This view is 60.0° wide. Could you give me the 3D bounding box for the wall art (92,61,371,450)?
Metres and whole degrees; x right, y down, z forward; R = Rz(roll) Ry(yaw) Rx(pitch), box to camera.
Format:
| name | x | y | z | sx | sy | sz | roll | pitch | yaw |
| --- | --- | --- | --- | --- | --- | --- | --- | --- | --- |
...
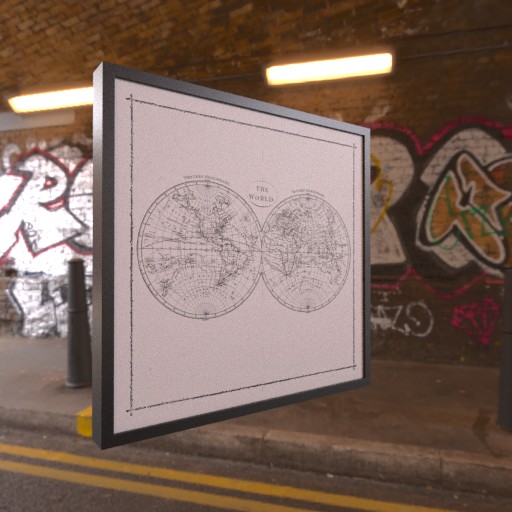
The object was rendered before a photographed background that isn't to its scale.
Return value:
| name | x | y | z | sx | sy | sz | roll | pitch | yaw |
| --- | --- | --- | --- | --- | --- | --- | --- | --- | --- |
| wall art | 0.000 | 0.000 | 0.468 | 0.327 | 0.318 | 0.029 | 0 | -1 | -35 |
